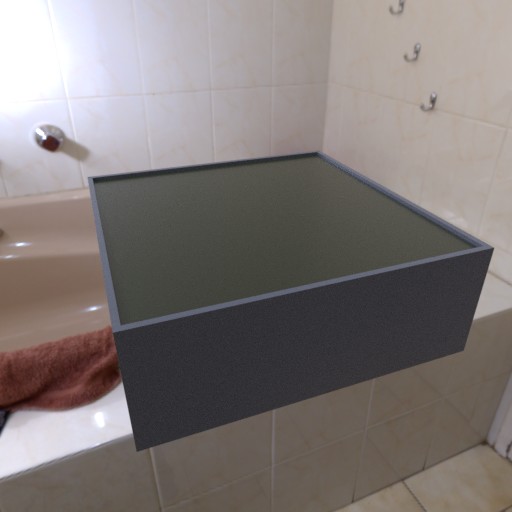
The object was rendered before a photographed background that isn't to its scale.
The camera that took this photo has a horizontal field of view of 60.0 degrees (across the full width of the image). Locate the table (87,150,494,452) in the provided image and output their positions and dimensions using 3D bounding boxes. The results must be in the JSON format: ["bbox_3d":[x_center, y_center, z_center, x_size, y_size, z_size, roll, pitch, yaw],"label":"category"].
[{"bbox_3d":[0.000,0.000,1.235,0.801,0.299,0.801,-11,31,-18],"label":"table"}]
